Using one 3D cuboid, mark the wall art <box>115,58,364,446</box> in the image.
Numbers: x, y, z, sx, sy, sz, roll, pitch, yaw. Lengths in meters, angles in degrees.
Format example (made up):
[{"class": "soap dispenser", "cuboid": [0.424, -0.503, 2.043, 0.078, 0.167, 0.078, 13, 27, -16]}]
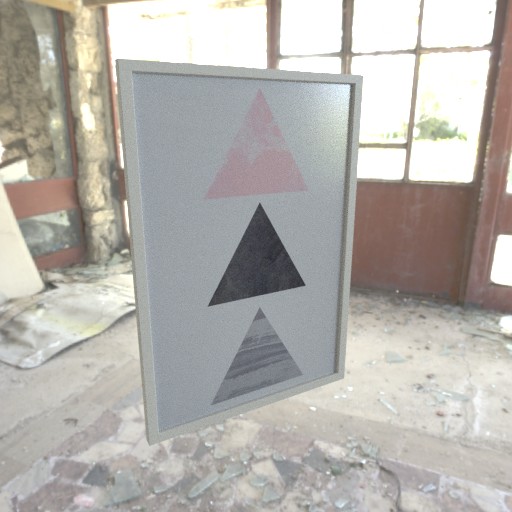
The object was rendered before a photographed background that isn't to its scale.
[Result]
[{"class": "wall art", "cuboid": [0.000, 0.000, 0.552, 0.303, 0.433, 0.013, -9, 19, -28]}]
